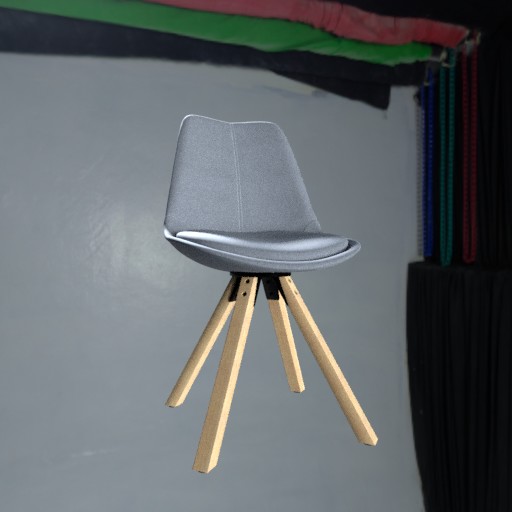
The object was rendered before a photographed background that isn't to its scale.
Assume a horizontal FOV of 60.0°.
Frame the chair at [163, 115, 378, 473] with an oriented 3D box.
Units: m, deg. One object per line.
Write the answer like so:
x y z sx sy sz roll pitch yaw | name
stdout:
0.000 0.000 1.176 0.474 0.863 0.549 0 1 -19 | chair
